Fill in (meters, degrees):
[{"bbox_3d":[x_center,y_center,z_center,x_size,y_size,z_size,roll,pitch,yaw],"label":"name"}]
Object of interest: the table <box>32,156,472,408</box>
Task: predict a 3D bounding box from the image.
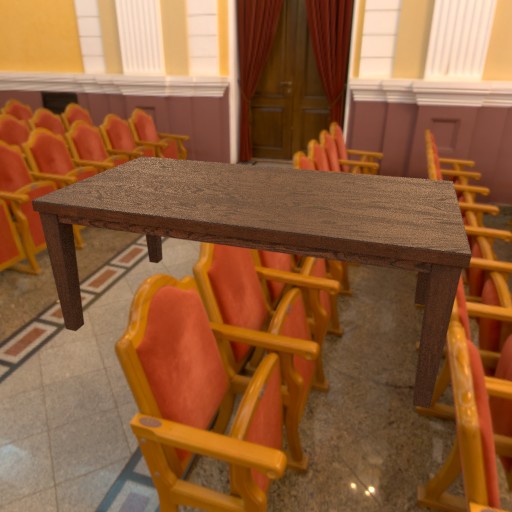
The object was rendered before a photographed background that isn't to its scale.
[{"bbox_3d":[0.000,0.000,2.481,1.981,0.762,1.016,8,26,16],"label":"table"}]
